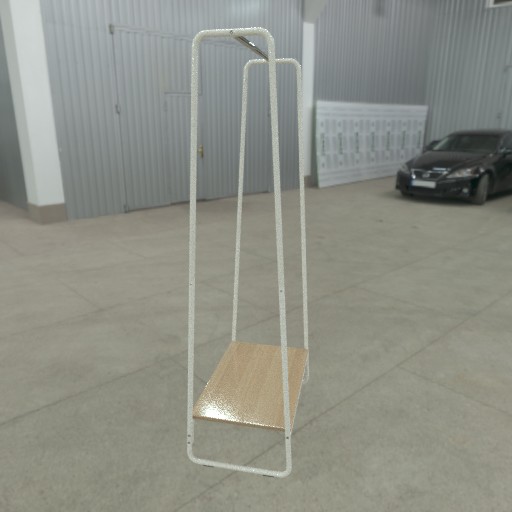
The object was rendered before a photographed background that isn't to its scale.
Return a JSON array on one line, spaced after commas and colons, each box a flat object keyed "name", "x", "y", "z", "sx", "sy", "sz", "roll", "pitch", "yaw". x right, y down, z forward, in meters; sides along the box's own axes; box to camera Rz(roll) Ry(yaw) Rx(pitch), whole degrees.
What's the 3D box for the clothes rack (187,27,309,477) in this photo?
[{"name": "clothes rack", "x": 0.000, "y": 0.000, "z": 1.739, "sx": 0.400, "sy": 1.500, "sz": 0.640, "roll": 4, "pitch": 17, "yaw": 12}]
